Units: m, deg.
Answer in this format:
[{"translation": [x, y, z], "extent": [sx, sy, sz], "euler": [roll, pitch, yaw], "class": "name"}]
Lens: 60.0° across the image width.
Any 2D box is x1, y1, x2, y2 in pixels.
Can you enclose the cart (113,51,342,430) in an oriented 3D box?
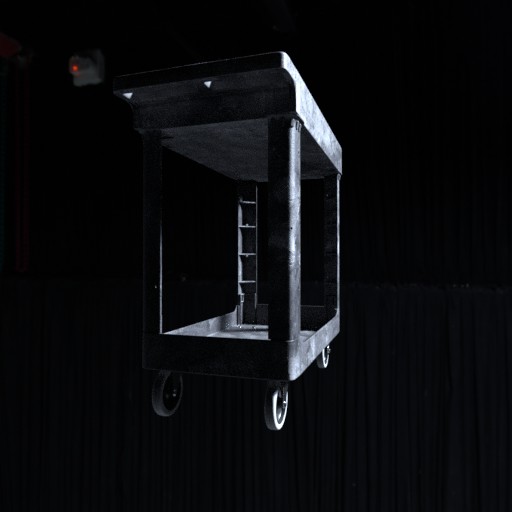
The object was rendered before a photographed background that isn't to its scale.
[{"translation": [0.000, 0.000, 1.368], "extent": [0.420, 0.824, 0.877], "euler": [0, 0, 19], "class": "cart"}]
